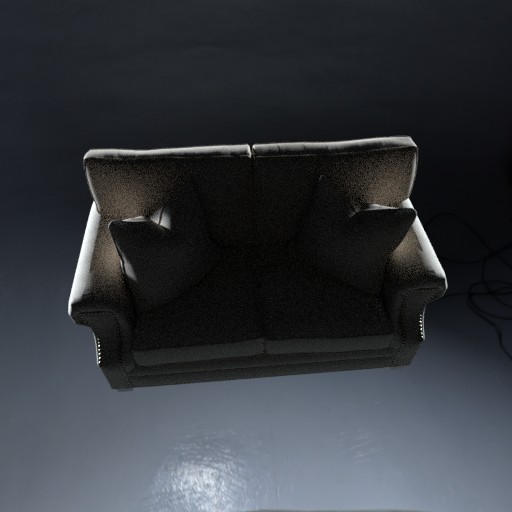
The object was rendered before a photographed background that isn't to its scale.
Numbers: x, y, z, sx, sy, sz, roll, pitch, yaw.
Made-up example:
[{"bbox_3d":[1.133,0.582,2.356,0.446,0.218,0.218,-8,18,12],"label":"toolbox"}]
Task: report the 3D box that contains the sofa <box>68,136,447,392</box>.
[{"bbox_3d":[0.000,0.000,2.263,1.701,0.966,0.966,-4,48,-3],"label":"sofa"}]
